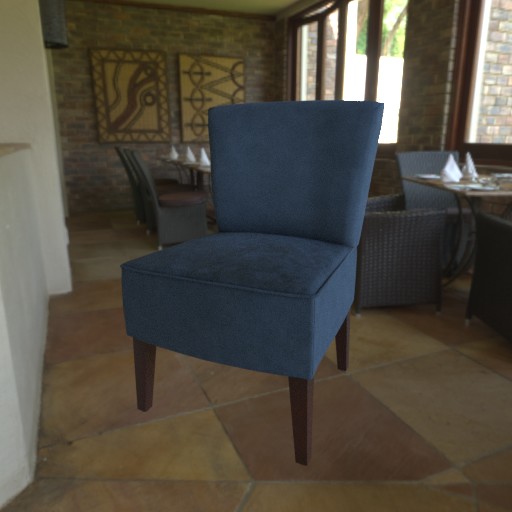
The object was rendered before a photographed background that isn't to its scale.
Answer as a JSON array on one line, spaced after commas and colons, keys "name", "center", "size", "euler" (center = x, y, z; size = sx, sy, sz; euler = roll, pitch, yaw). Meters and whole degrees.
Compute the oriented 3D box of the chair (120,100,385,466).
[{"name": "chair", "center": [0.000, 0.000, 1.173], "size": [0.521, 0.806, 0.551], "euler": [7, 17, 25]}]
